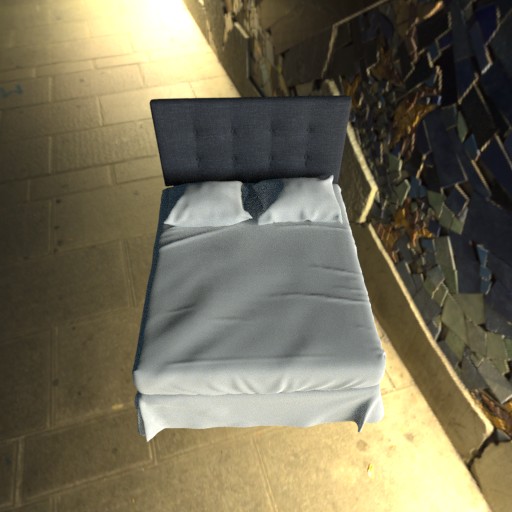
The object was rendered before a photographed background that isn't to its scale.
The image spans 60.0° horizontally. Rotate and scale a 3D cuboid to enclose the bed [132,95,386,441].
[{"bbox_3d":[0.000,0.000,3.456,1.936,1.577,2.222,-2,47,-1],"label":"bed"}]
